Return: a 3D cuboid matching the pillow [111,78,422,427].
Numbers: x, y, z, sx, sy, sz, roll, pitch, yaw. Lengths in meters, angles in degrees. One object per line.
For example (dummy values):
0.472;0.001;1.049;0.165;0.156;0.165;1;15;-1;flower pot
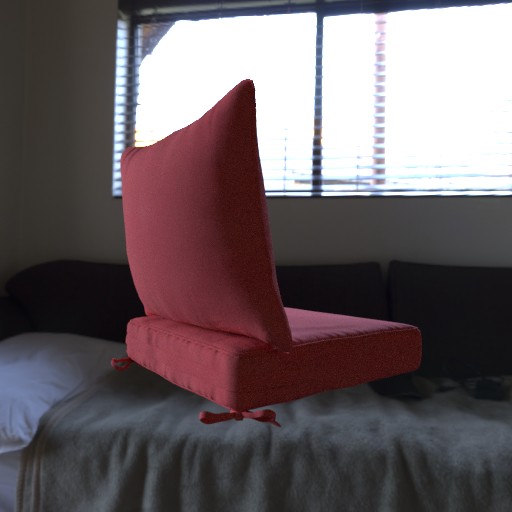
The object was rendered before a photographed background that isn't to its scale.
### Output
0.000;0.000;1.362;0.733;0.725;0.798;0;-1;-35;pillow
